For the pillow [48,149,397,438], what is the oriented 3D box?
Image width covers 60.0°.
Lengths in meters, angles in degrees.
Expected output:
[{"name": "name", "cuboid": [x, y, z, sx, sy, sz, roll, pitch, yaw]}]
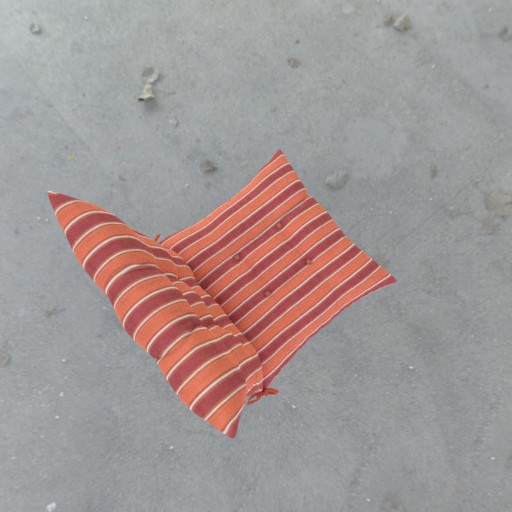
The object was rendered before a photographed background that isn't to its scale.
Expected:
[{"name": "pillow", "cuboid": [0.000, 0.000, 0.991, 0.585, 0.536, 0.541, -38, 78, -9]}]
